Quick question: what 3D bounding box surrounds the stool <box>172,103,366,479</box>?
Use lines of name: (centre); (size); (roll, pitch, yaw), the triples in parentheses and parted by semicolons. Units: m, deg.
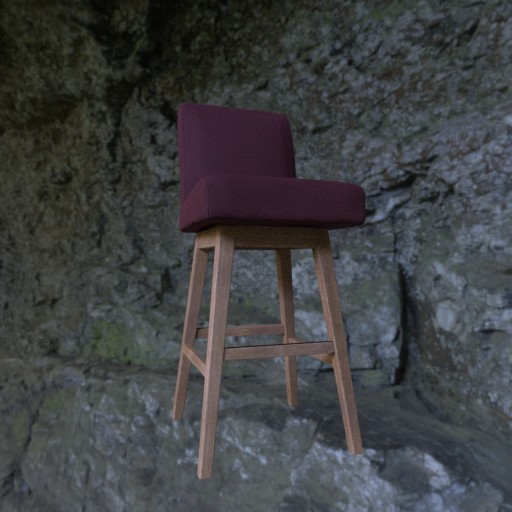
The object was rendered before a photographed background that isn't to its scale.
stool: (0.000, 0.000, 1.386); (0.468, 1.093, 0.562); (0, -1, -19)
